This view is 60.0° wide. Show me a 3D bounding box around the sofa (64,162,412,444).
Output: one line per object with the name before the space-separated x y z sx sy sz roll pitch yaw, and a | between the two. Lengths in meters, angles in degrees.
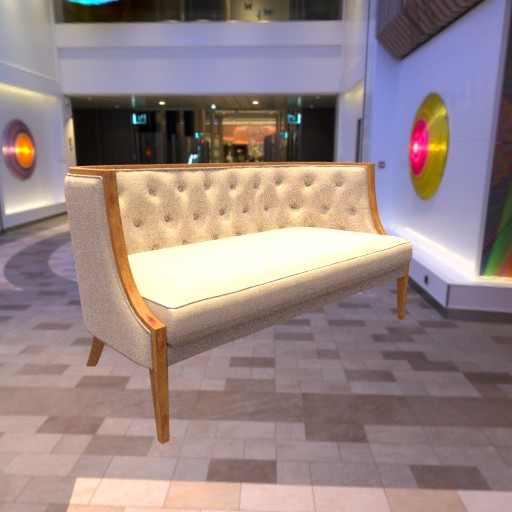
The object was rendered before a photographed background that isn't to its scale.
sofa | 0.000 0.000 1.929 1.474 0.775 0.770 -12 18 -43
